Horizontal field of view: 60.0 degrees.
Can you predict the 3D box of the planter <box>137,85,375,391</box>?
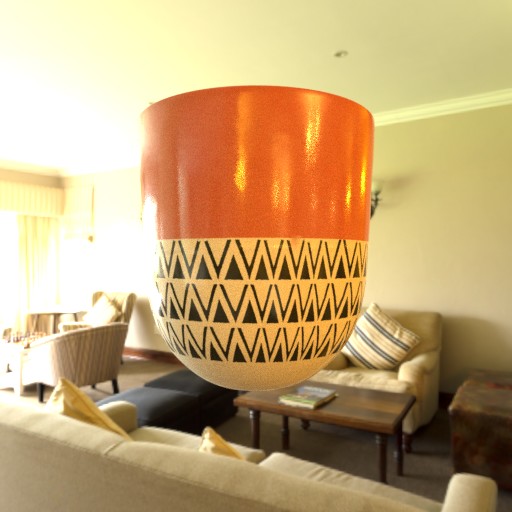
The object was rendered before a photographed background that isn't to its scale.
[{"bbox_3d":[0.000,0.000,0.375,0.195,0.214,0.195,0,-1,0],"label":"planter"}]
